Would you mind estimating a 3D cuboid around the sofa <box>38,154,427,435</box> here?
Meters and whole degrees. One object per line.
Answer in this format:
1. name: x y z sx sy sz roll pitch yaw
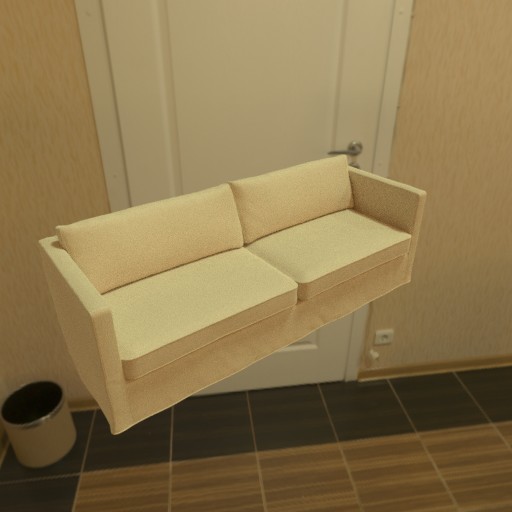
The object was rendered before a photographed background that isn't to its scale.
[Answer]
1. sofa: 0.000 0.000 3.356 2.779 0.999 1.036 -20 35 -32
